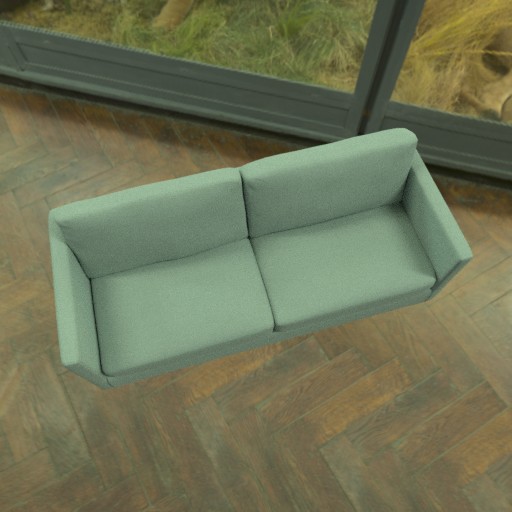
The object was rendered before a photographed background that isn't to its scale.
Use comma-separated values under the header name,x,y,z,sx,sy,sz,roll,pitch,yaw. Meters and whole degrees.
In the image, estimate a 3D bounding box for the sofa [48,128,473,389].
name,x,y,z,sx,sy,sz,roll,pitch,yaw
sofa,0.000,0.000,2.672,2.208,0.965,0.951,-14,65,-7
